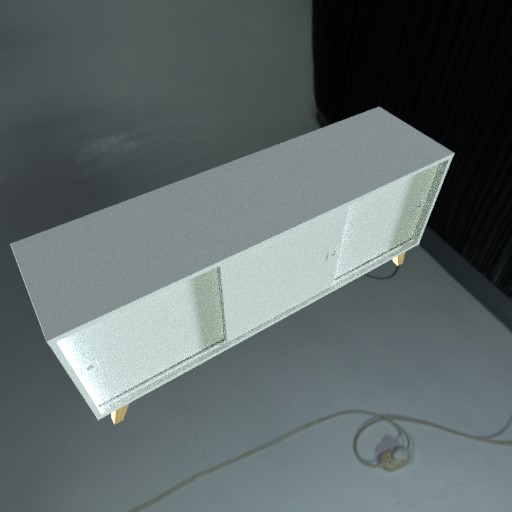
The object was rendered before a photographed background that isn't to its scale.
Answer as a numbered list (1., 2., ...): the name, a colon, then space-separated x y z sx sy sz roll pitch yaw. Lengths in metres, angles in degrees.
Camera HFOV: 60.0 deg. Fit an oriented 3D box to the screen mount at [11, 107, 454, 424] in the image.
1. screen mount: 0.000 0.000 1.712 1.490 0.619 0.400 -25 52 -21
